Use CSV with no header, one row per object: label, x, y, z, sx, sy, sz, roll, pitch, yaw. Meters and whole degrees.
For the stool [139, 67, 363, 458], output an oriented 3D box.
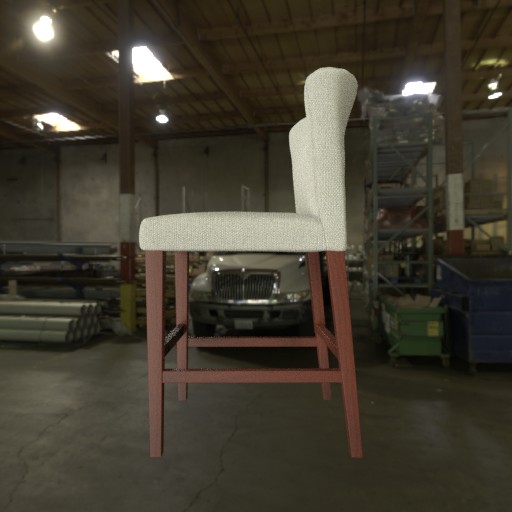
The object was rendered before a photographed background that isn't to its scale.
stool,0.000,0.000,1.282,0.568,0.969,0.481,0,0,0
